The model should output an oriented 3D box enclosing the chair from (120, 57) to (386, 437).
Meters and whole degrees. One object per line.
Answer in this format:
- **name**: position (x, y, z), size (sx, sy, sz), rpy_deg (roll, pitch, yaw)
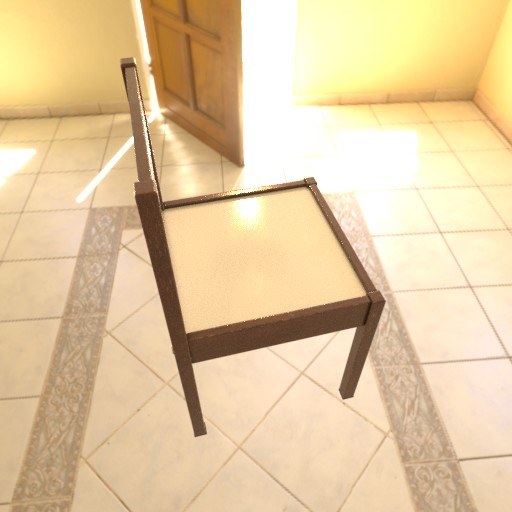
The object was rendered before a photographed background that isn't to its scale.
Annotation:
- **chair**: position (0.000, 0.000, 0.668), size (0.285, 0.505, 0.285), rpy_deg (-11, 47, -10)
